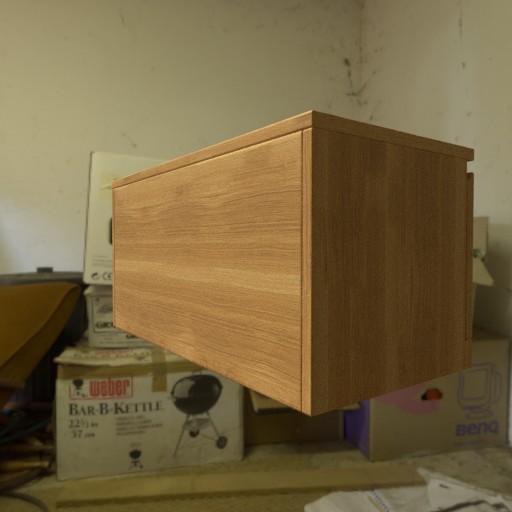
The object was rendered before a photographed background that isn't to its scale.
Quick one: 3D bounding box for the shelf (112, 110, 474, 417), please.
[{"bbox_3d":[0.000,0.000,1.015,0.400,0.400,0.800,-1,2,-36],"label":"shelf"}]
